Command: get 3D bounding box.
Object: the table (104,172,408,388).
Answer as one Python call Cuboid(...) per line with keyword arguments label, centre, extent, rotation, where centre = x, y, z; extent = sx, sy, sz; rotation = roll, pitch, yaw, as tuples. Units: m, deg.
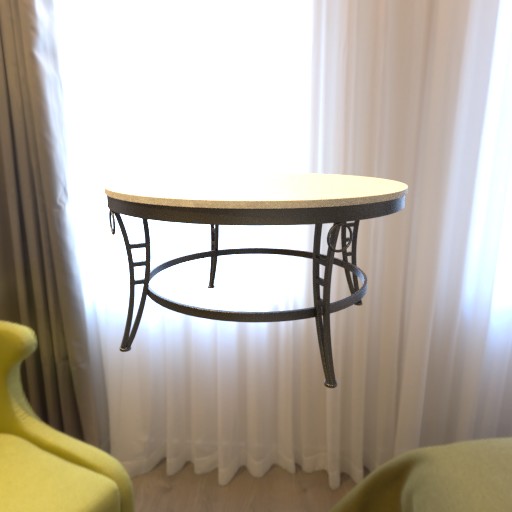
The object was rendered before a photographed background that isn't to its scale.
Cuboid(label="table", centre=(0.000, 0.000, 1.423), extent=(0.889, 0.470, 0.889), rotation=(0, 14, 0))
